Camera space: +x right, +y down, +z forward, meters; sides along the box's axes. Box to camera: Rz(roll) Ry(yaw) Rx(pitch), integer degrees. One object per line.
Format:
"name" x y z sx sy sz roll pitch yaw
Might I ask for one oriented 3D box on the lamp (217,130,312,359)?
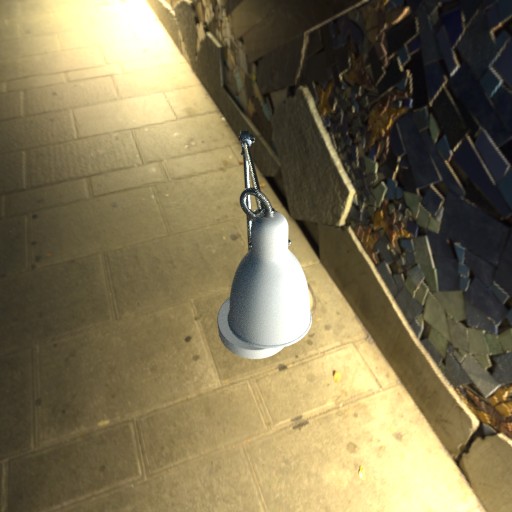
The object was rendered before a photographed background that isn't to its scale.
"lamp" 0.000 0.000 0.897 0.187 0.587 0.561 -4 47 -4
